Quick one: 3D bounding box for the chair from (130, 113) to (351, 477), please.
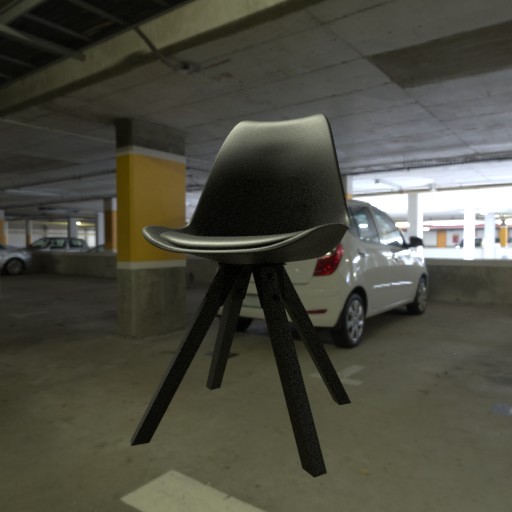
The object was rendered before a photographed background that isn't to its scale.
[{"bbox_3d":[0.000,0.000,1.152,0.485,0.850,0.550,1,2,19],"label":"chair"}]
